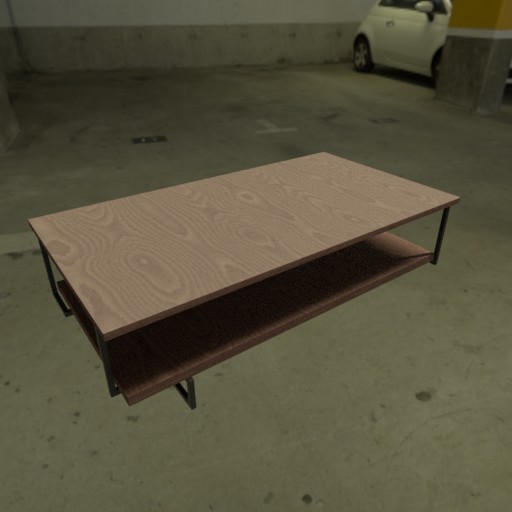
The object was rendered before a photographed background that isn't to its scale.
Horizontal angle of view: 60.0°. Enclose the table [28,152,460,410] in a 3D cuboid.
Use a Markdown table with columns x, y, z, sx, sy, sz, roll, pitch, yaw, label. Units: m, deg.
| x | y | z | sx | sy | sz | roll | pitch | yaw | label |
| --- | --- | --- | --- | --- | --- | --- | --- | --- | --- |
| 0.000 | 0.000 | 1.471 | 1.197 | 0.347 | 0.651 | -20 | 35 | -31 | table |
